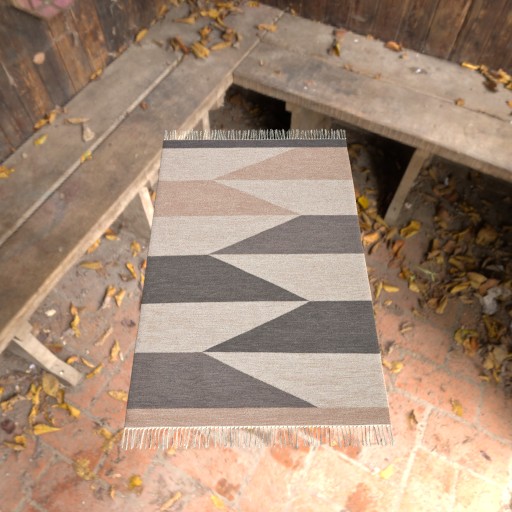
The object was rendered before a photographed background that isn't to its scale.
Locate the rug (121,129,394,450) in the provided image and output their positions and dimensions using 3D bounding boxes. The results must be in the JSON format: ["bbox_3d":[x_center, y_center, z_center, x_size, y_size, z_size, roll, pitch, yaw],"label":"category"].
[{"bbox_3d":[0.000,0.000,2.495,1.224,0.027,2.021,0,59,0],"label":"rug"}]
